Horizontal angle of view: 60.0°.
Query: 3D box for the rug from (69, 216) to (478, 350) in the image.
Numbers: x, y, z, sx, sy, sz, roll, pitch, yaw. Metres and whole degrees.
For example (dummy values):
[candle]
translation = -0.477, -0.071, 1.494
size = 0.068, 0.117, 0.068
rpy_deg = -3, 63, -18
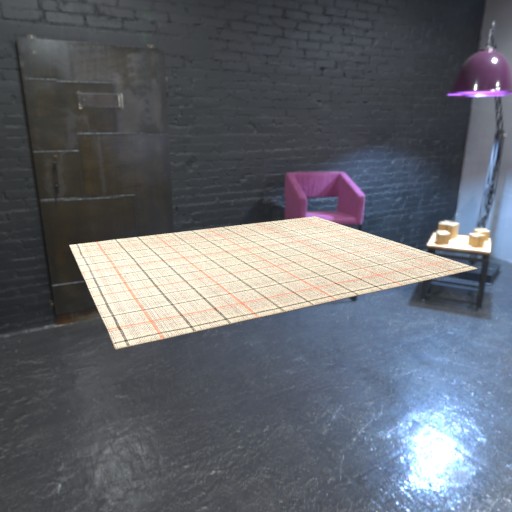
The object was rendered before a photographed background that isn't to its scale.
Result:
[rug]
translation = 0.000, 0.000, 4.183
size = 3.048, 0.012, 2.444
rpy_deg = -9, 19, -26
